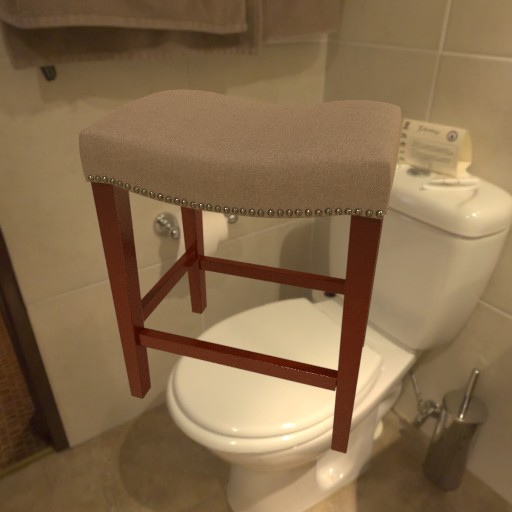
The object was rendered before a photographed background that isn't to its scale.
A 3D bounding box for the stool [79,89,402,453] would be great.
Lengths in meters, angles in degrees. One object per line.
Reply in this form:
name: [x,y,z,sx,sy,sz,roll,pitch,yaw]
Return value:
stool: [0.000,0.000,0.948,0.509,0.632,0.375,9,31,15]
